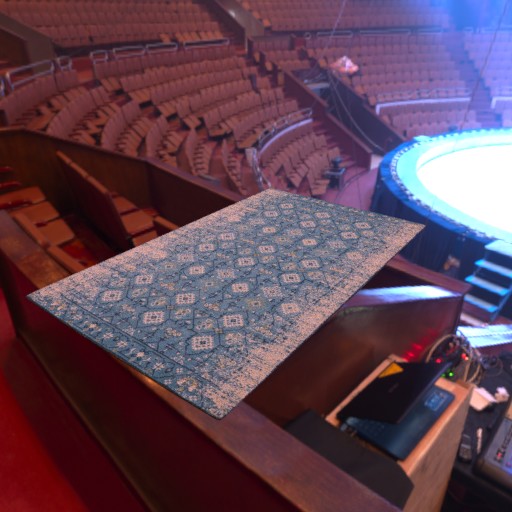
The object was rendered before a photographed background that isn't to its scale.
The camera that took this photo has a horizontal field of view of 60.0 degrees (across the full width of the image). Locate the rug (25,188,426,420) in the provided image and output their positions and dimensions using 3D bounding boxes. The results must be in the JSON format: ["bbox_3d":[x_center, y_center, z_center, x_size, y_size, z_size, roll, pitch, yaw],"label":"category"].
[{"bbox_3d":[0.000,0.000,2.203,1.102,0.008,1.795,19,33,33],"label":"rug"}]
